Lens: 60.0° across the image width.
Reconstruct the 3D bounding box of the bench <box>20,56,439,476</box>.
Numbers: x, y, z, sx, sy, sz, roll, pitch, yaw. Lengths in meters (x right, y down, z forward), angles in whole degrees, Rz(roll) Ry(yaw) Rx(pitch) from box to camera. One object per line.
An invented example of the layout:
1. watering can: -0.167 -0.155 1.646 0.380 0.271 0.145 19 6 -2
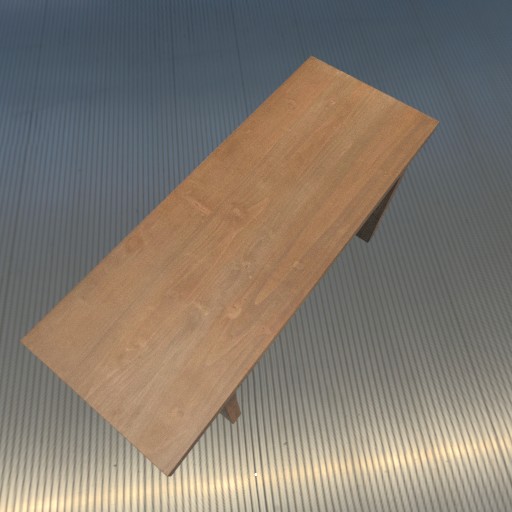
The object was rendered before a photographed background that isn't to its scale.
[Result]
1. bench: 0.000 0.000 1.367 0.458 0.458 1.183 35 69 16
